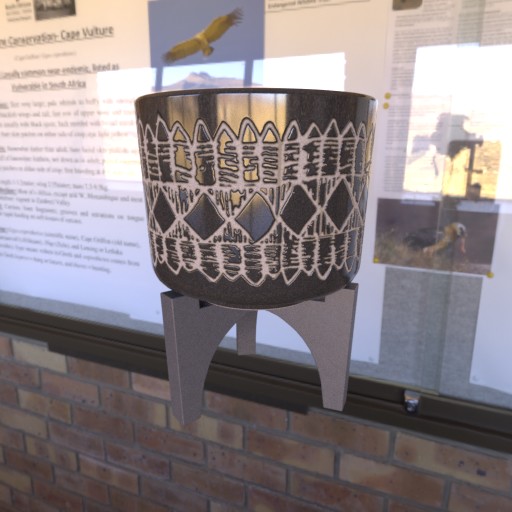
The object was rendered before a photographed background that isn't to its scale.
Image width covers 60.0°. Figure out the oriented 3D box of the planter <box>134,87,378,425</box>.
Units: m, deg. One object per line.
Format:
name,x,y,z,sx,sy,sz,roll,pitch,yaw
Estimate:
planter,0.000,0.000,0.399,0.196,0.264,0.196,-2,14,-8
